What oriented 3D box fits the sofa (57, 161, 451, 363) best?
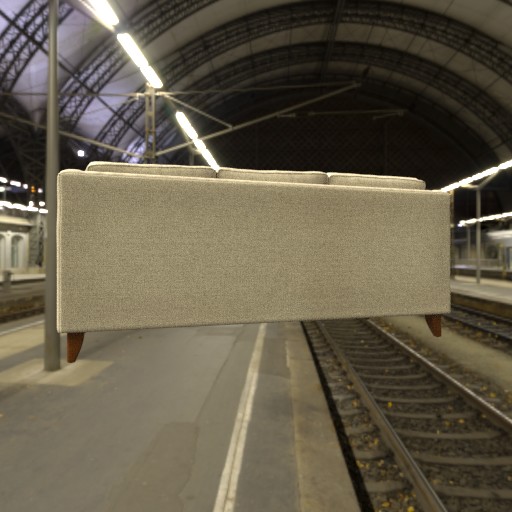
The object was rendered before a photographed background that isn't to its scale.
[{"bbox_3d":[0.000,0.000,2.557,2.031,0.914,0.865,0,0,-18],"label":"sofa"}]
